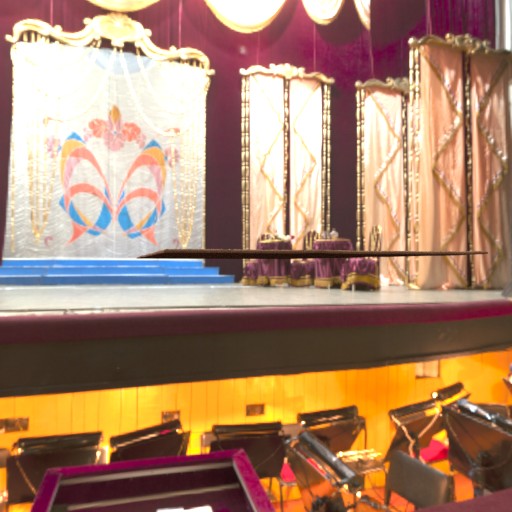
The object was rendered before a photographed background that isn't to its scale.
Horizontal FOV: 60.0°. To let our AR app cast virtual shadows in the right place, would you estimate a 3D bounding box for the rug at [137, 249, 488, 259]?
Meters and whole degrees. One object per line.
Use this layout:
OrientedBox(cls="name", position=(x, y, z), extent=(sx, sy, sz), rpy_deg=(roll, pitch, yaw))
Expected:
OrientedBox(cls="rug", position=(0.000, 0.000, 1.048), extent=(0.515, 0.007, 0.867), rpy_deg=(0, -1, -17))
